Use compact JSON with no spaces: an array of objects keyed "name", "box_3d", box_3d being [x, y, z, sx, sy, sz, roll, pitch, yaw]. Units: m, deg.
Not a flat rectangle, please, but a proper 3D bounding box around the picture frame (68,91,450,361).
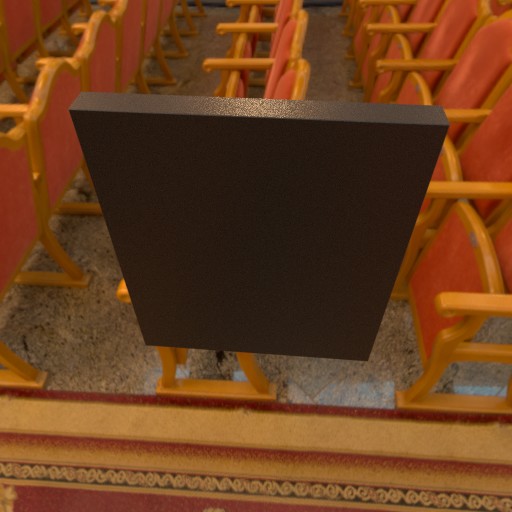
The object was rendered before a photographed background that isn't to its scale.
[{"name":"picture frame","box_3d":[0.000,0.000,0.527,0.328,0.378,0.034,3,46,3]}]
